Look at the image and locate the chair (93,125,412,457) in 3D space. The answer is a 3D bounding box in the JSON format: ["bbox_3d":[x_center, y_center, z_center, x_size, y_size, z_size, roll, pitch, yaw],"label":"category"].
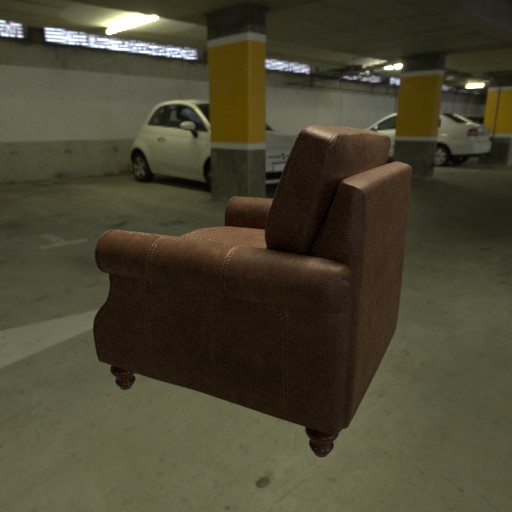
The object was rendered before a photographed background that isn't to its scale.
[{"bbox_3d":[0.000,0.000,1.725,1.002,0.976,0.996,8,18,26],"label":"chair"}]
